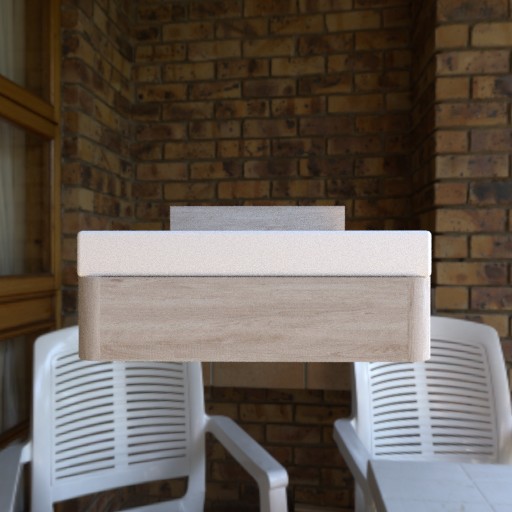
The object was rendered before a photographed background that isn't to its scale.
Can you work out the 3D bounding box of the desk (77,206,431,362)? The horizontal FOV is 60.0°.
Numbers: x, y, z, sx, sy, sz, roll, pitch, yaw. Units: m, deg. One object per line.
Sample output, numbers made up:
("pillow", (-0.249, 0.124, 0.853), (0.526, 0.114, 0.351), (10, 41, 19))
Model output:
("desk", (0.000, 0.000, 2.624), (1.400, 0.800, 1.900), (0, 0, 1))
